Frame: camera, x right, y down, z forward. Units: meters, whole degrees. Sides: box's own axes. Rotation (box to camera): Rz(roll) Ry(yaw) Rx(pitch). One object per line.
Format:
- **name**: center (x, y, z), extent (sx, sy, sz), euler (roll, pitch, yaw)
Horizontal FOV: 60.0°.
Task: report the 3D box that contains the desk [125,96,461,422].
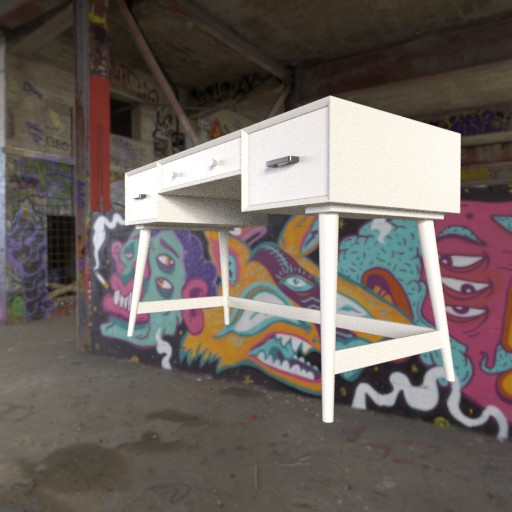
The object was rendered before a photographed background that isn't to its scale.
- **desk**: center (0.000, 0.000, 1.718), extent (0.589, 0.762, 1.313), euler (-1, 1, -37)
